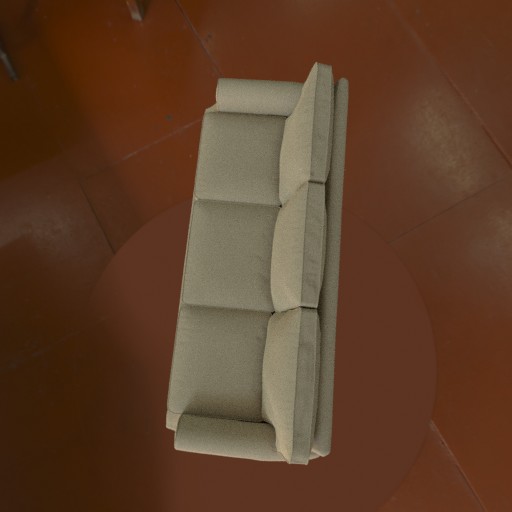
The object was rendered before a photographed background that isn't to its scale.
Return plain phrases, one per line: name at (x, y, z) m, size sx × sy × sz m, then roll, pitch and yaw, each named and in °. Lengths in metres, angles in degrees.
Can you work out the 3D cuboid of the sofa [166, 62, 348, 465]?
sofa at (0.000, 0.000, 2.812) m, size 0.966 × 0.948 × 2.354 m, roll 5°, pitch 77°, yaw 1°
